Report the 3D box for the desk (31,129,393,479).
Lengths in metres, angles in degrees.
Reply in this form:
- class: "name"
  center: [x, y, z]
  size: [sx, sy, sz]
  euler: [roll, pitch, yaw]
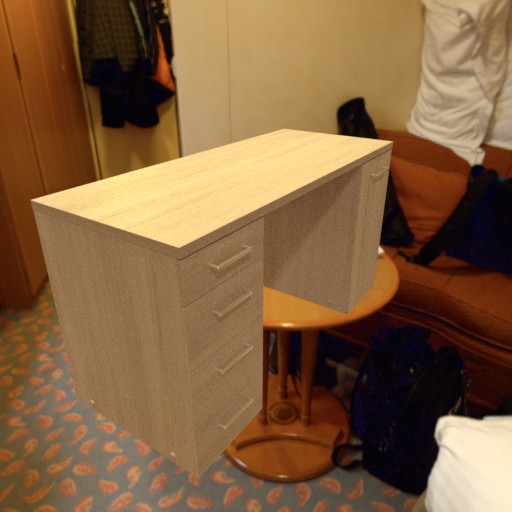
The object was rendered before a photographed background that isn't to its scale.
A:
- class: "desk"
  center: [0.000, 0.000, 1.777]
  size: [0.600, 0.740, 1.390]
  euler: [17, 30, 31]
